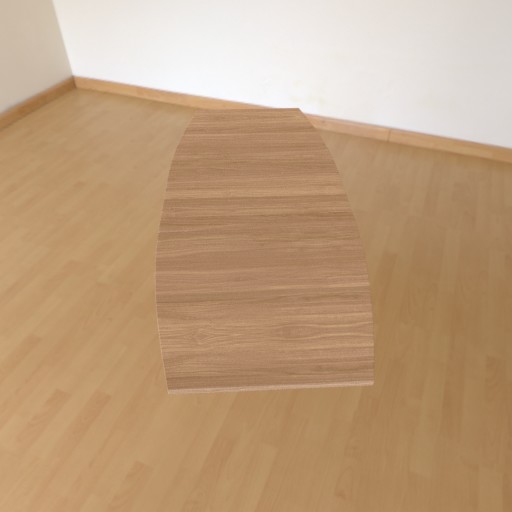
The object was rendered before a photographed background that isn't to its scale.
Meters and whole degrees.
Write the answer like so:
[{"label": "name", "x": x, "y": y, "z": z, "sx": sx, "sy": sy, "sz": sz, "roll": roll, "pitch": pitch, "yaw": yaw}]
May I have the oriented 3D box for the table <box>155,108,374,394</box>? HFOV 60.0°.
[{"label": "table", "x": 0.000, "y": 0.000, "z": 2.423, "sx": 0.900, "sy": 0.750, "sz": 2.032, "roll": -2, "pitch": 43, "yaw": -2}]
